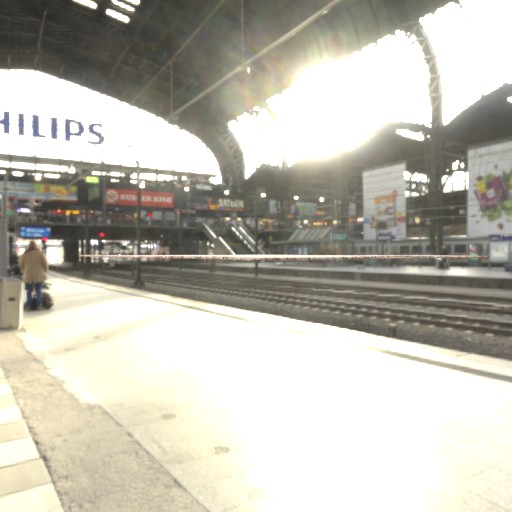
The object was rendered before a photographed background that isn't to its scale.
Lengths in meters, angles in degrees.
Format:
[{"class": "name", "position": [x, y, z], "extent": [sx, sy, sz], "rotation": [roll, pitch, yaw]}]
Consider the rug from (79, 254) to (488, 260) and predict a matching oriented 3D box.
[{"class": "rug", "position": [0.000, 0.000, 4.225], "extent": [2.436, 0.024, 3.226], "rotation": [0, 0, -36]}]
